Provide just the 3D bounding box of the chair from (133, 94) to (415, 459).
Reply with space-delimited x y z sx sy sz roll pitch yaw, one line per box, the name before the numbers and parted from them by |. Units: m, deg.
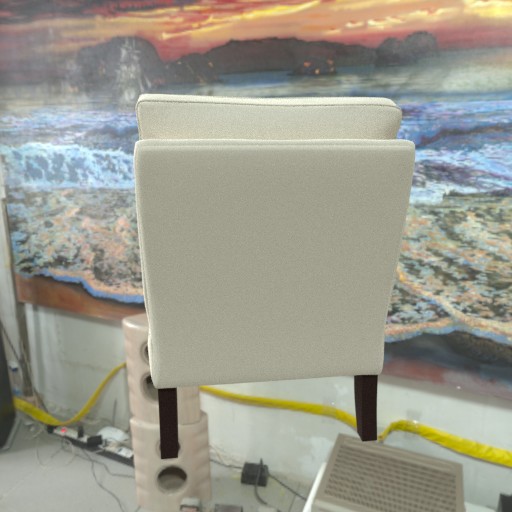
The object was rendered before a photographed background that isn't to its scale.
chair | 0.000 0.000 1.352 0.630 0.887 0.781 -2 14 -7
